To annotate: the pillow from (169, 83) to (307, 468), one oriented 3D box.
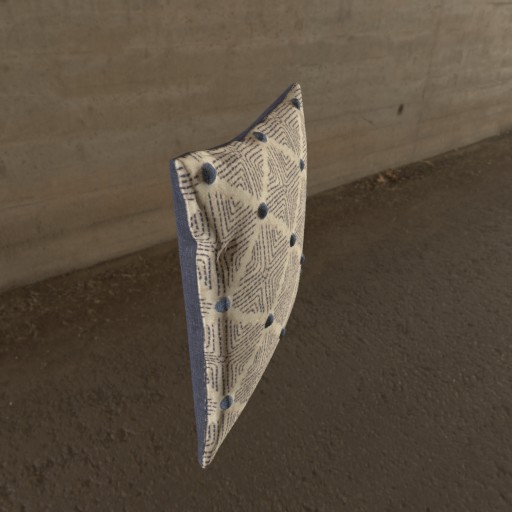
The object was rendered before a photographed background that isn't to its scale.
[{"bbox_3d":[0.000,0.000,0.790,0.145,0.510,0.510,10,32,16],"label":"pillow"}]
